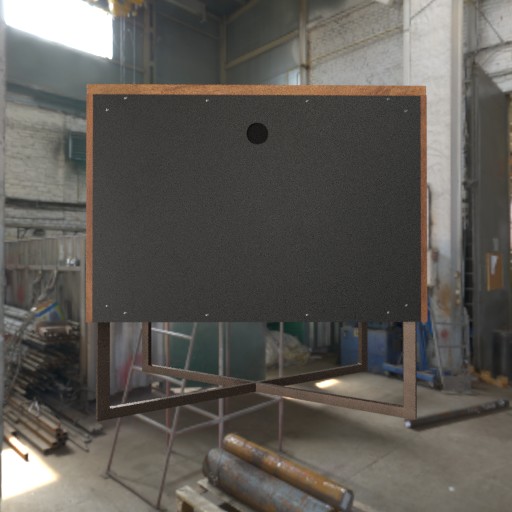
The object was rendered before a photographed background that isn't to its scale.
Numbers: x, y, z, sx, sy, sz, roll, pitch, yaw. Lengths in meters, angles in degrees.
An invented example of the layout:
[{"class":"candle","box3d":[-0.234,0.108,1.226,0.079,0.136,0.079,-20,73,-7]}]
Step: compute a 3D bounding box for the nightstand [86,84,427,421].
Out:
[{"class":"nightstand","box3d":[0.000,0.000,1.010,0.613,0.615,0.427,0,0,-1]}]
